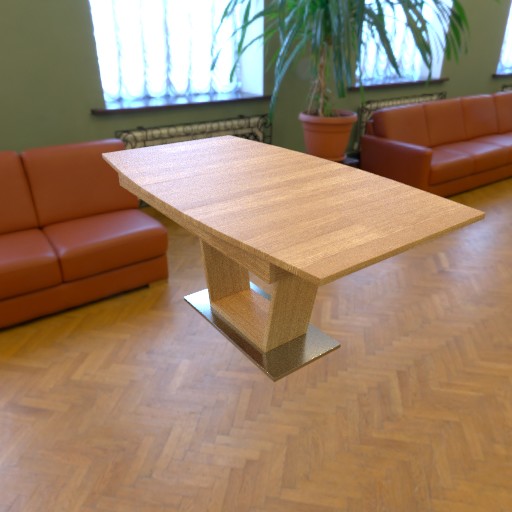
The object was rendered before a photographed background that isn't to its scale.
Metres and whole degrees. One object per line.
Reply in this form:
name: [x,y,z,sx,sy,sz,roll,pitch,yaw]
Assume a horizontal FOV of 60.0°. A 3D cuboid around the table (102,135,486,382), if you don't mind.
table: [0.000,0.000,2.049,0.900,0.748,1.598,-18,32,-32]
